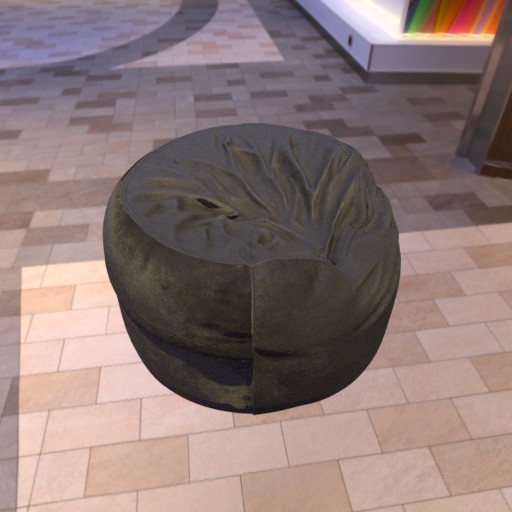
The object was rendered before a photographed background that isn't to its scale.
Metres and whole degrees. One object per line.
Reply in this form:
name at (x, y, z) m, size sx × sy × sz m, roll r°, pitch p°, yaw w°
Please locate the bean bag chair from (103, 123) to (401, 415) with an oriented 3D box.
bean bag chair at (0.000, 0.000, 1.460) m, size 0.918 × 0.605 × 0.918 m, roll 0°, pitch 41°, yaw 0°
